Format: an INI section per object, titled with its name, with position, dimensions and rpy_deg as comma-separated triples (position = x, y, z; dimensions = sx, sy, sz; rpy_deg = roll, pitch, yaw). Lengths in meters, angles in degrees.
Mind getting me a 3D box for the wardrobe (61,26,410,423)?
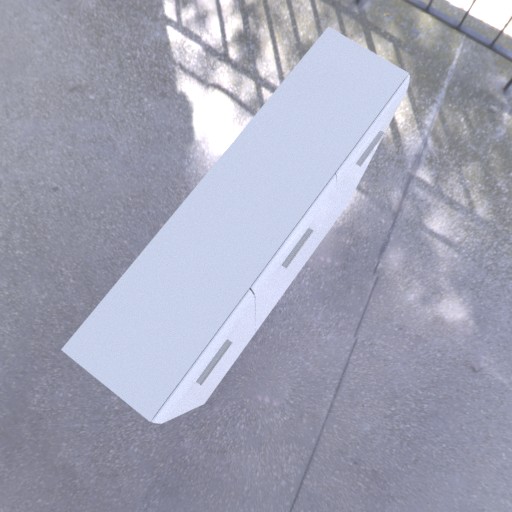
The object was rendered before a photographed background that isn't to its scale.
[wardrobe]
position = 0.000, 0.000, 1.920
dimensions = 0.360, 1.200, 1.340
rpy_deg = 35, 77, 9
